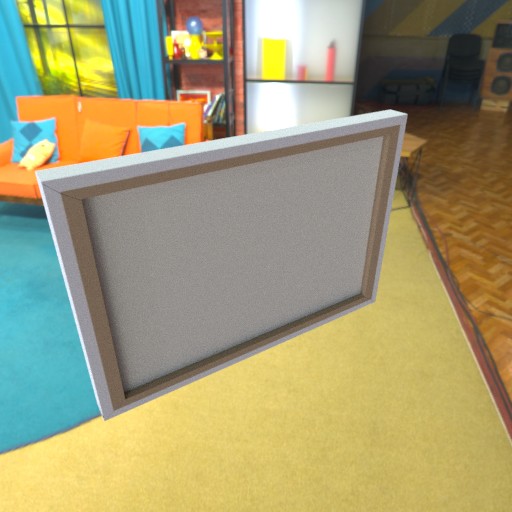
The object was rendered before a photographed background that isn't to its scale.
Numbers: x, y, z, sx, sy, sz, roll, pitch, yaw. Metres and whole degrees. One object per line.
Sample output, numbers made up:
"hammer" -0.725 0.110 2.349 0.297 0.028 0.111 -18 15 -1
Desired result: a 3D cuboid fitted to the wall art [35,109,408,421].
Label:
"wall art" 0.000 0.000 0.768 0.608 0.414 0.042 -18 35 -27
